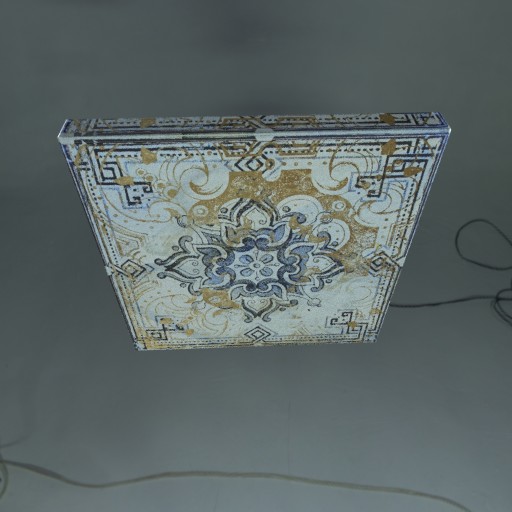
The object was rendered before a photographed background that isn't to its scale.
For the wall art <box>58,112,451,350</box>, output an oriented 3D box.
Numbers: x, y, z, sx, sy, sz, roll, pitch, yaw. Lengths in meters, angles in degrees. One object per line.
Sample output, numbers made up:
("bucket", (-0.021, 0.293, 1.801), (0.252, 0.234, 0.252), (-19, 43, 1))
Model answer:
("wall art", (0.000, 0.000, 0.623), (0.411, 0.410, 0.038), (-2, 46, -2))
